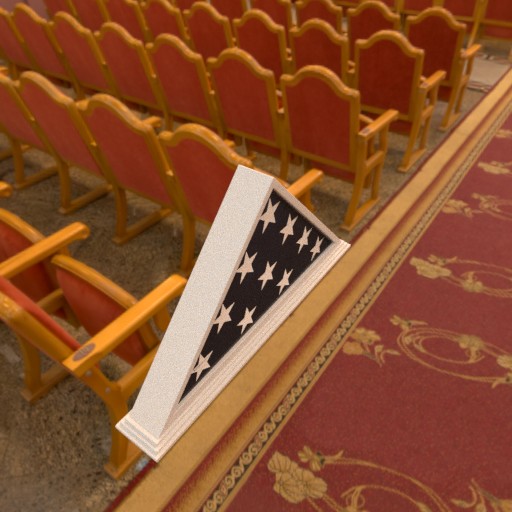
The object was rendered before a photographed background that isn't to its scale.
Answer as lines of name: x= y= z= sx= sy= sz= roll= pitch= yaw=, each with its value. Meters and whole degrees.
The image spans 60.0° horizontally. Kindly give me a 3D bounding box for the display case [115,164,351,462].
display case: x=0.000 y=0.000 z=0.781 sx=0.095 sy=0.340 sz=0.640 roll=26 pitch=47 yaw=27
